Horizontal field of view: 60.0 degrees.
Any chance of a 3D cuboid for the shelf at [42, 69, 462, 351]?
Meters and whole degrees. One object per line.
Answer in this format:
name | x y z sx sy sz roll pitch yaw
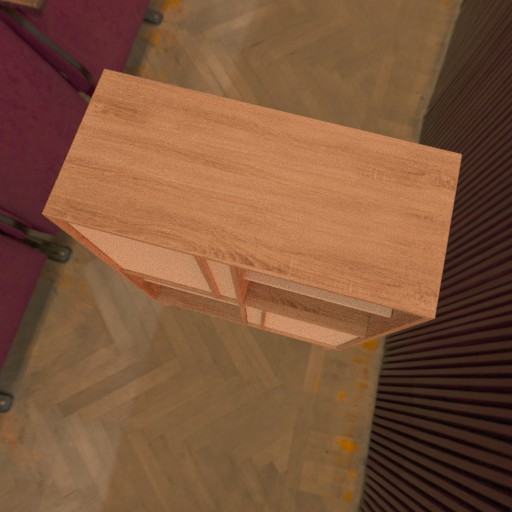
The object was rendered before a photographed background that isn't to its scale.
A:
shelf | 0.000 0.000 1.811 1.000 1.390 0.450 15 75 4
